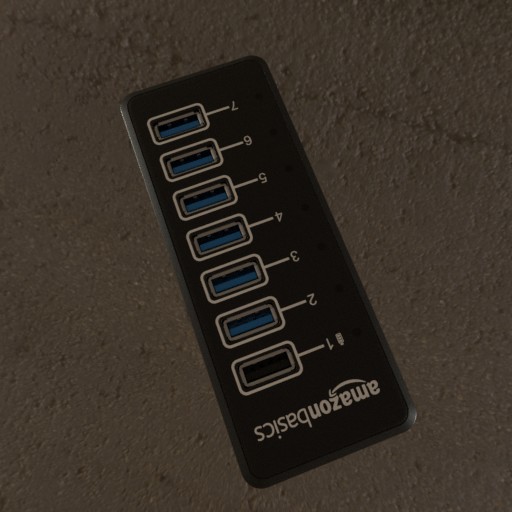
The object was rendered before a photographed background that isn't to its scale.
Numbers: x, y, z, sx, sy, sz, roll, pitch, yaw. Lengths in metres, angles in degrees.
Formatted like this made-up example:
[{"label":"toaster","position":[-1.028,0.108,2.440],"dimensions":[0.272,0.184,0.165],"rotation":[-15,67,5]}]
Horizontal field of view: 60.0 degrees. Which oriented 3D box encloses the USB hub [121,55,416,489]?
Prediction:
[{"label":"USB hub","position":[0.000,0.000,0.126],"dimensions":[0.044,0.023,0.110],"rotation":[-20,77,-5]}]
